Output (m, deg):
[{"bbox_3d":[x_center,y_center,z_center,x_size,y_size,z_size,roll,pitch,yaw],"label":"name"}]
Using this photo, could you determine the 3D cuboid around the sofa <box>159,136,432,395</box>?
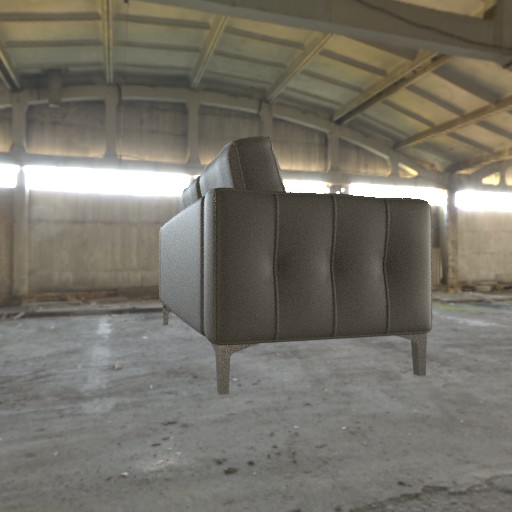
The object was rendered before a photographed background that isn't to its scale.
[{"bbox_3d":[0.000,0.000,2.287,0.833,0.893,1.726,0,-1,-18],"label":"sofa"}]
